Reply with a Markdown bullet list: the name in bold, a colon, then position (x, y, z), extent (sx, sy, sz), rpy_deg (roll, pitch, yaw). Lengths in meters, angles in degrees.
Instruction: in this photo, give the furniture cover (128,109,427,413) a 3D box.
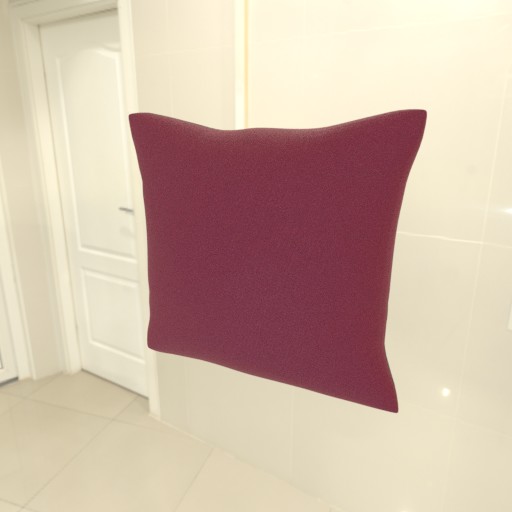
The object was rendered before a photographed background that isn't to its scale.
- **furniture cover**: position (0.000, 0.000, 0.818), extent (0.552, 0.509, 0.193), rpy_deg (8, 18, 25)
